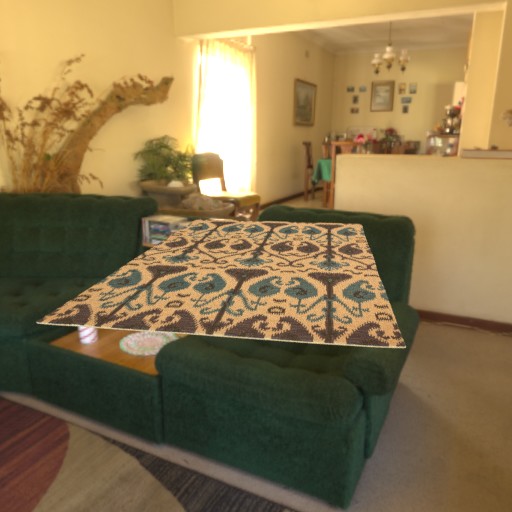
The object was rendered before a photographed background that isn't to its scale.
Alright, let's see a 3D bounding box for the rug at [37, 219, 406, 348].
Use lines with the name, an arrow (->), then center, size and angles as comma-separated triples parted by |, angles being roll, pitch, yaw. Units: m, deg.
rug -> 0.000, 0.000, 2.052 | 1.072, 0.013, 1.698 | 2, 15, 9
